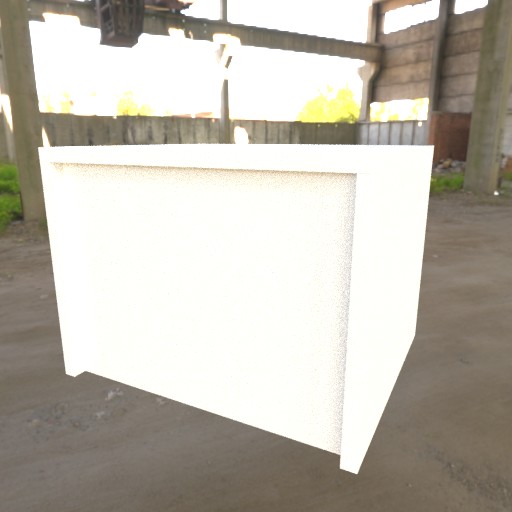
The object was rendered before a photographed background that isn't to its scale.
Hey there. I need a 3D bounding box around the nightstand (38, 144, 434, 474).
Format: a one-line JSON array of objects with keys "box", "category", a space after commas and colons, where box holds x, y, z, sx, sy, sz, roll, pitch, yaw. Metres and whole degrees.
[{"box": [0.000, 0.000, 0.730, 0.470, 0.351, 0.408, 8, 17, 27], "category": "nightstand"}]
